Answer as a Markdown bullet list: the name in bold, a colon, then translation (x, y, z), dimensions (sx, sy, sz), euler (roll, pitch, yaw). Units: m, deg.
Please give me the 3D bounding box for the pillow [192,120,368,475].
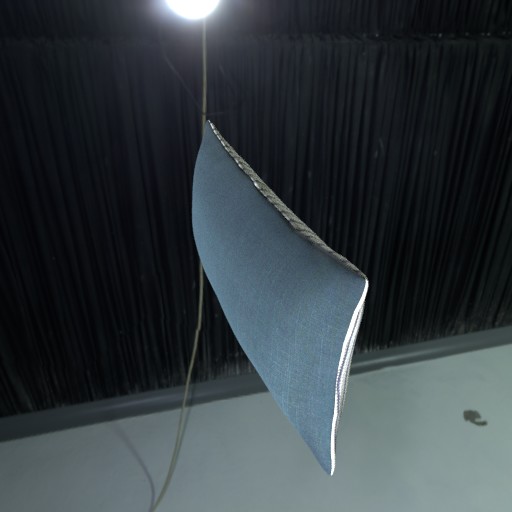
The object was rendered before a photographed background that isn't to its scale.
- **pillow**: translation (0.000, 0.000, 0.727), dimensions (0.151, 0.305, 0.609), euler (-10, 32, -17)
